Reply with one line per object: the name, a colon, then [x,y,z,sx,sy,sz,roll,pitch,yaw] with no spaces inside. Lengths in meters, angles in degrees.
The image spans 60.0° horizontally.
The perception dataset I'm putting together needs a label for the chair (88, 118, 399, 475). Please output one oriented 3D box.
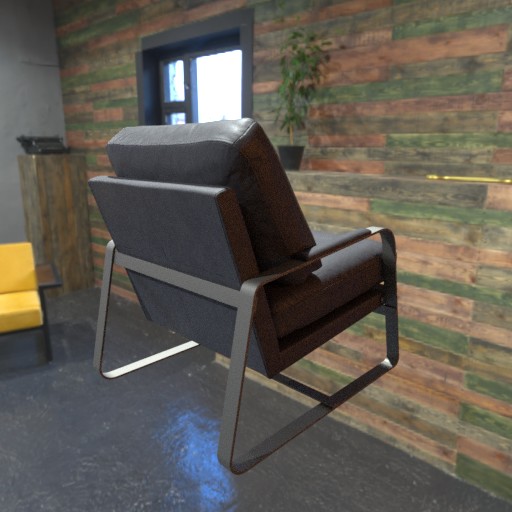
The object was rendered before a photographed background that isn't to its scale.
chair: [0.000,0.000,1.488,0.692,0.839,0.878,13,19,43]
